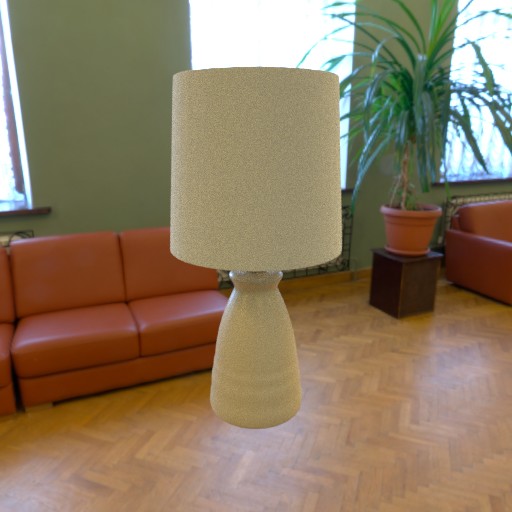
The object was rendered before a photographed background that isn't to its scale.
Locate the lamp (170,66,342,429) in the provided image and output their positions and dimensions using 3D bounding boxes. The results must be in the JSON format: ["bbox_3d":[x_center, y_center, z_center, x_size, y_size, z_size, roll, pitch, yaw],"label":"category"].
[{"bbox_3d":[0.000,0.000,0.493,0.186,0.369,0.186,0,16,0],"label":"lamp"}]
